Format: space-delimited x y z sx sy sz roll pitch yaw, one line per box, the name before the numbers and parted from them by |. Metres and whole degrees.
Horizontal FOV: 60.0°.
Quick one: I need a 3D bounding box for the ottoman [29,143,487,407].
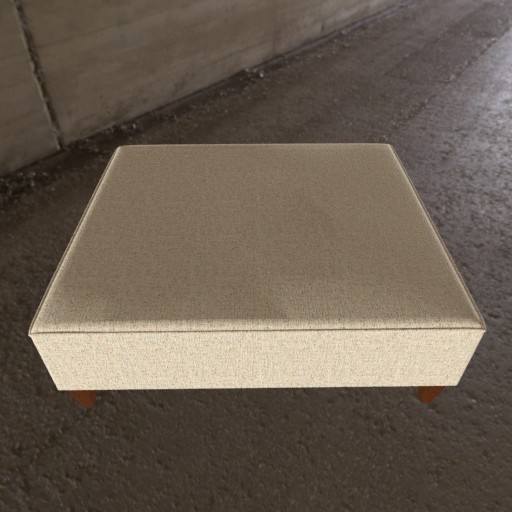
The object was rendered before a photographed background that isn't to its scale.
ottoman | 0.000 0.000 1.164 0.835 0.303 0.736 -1 41 -1
